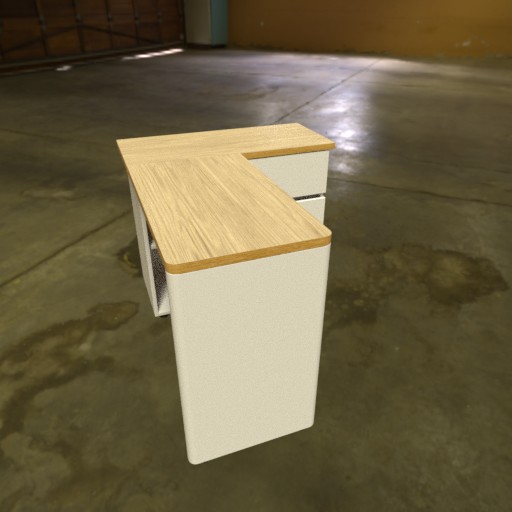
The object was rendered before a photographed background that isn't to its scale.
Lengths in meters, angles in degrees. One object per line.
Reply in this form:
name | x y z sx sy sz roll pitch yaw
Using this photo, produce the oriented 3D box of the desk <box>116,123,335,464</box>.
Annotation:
desk | 0.000 0.000 1.848 0.900 0.760 1.170 -11 32 -18
